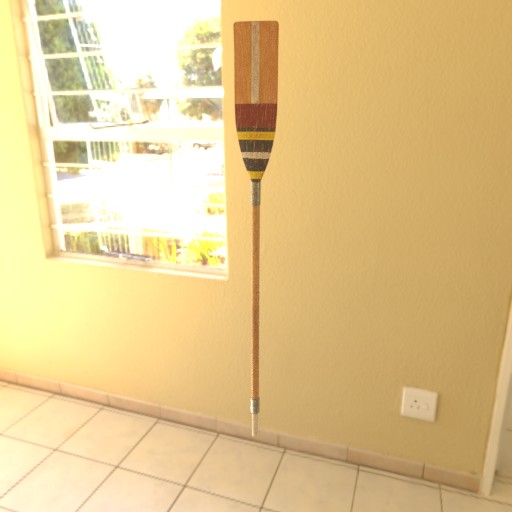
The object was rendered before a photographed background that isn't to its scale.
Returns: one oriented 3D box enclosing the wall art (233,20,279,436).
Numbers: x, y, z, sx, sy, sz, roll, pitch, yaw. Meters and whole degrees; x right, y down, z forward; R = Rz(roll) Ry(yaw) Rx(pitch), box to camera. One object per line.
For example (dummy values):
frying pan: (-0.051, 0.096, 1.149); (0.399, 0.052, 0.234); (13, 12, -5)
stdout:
wall art: (0.000, 0.000, 1.628); (0.146, 1.556, 0.038); (3, 16, 9)
